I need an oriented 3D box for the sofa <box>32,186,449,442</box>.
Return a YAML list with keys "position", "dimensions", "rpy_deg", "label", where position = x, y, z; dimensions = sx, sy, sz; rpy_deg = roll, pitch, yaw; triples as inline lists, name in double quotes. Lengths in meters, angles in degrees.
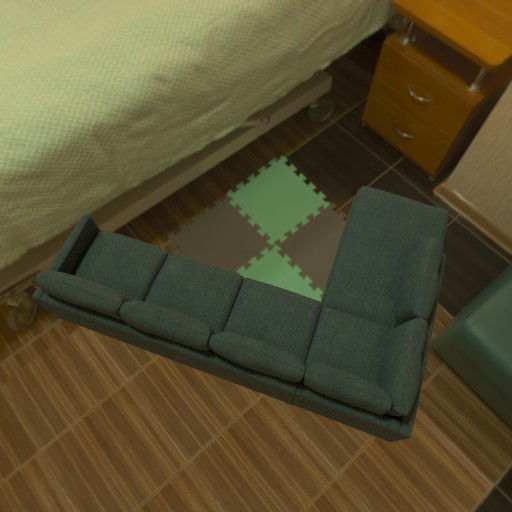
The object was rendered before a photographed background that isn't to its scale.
- position: [0.000, 0.000, 3.715]
  dimensions: [2.949, 0.815, 2.007]
  rpy_deg: [18, 65, 9]
  label: "sofa"
